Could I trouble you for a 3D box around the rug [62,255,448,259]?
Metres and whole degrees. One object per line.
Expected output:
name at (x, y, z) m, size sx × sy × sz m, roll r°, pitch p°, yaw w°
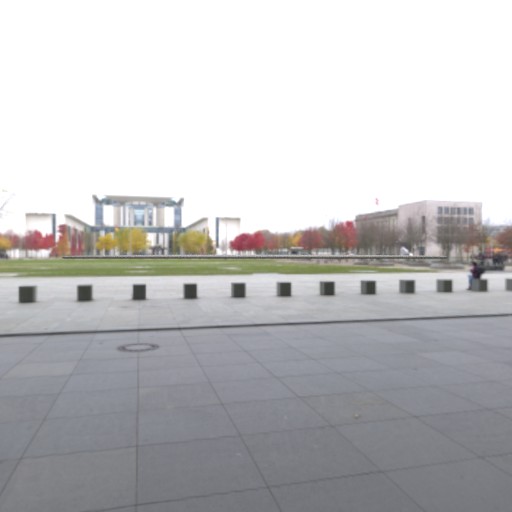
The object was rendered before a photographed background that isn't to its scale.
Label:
rug at (0.000, 0.000, 2.882) m, size 1.524 × 0.011 × 2.286 m, roll 0°, pitch 0°, yaw 0°
